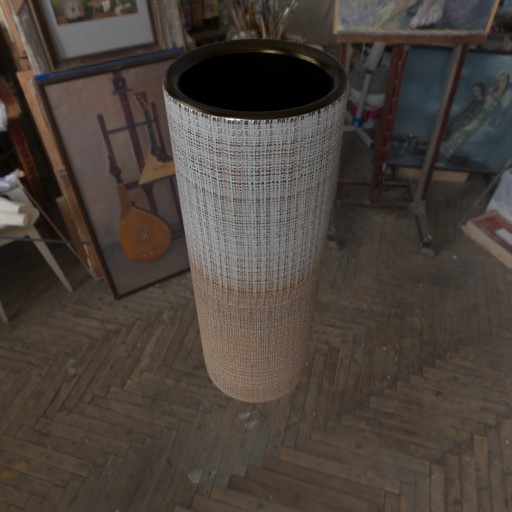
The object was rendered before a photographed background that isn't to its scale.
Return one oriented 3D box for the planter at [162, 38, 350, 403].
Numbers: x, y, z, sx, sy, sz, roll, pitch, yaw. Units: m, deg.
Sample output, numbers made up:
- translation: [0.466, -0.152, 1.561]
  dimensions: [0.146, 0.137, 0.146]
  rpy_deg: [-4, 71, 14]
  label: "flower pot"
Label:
- translation: [0.000, 0.000, 0.333]
  dimensions: [0.099, 0.278, 0.099]
  rpy_deg: [16, 47, 15]
  label: "planter"
